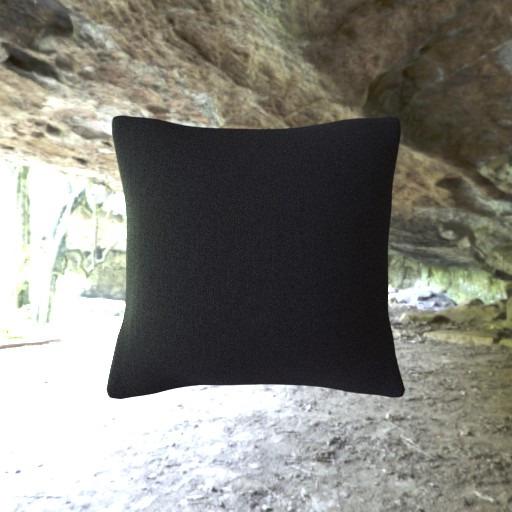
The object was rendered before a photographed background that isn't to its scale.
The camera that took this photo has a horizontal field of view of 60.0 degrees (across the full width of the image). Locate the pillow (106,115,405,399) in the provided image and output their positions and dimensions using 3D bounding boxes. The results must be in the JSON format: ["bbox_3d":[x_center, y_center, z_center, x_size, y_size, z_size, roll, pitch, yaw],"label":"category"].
[{"bbox_3d":[0.000,0.000,0.655,0.437,0.419,0.136,0,-1,0],"label":"pillow"}]
